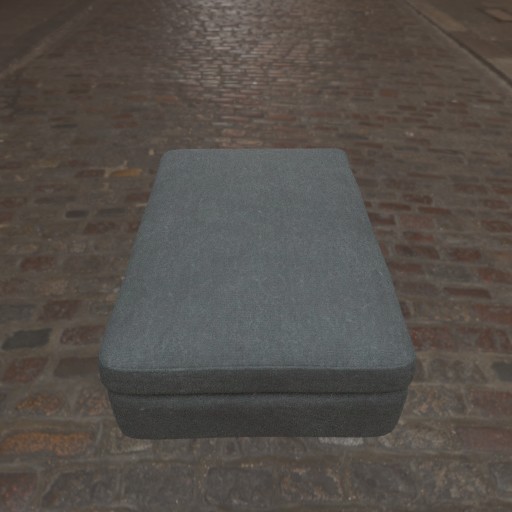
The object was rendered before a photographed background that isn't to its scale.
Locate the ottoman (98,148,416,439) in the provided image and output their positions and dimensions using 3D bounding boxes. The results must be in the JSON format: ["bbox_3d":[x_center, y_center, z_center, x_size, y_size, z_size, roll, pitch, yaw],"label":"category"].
[{"bbox_3d":[0.000,0.000,1.621,0.840,0.429,1.199,0,40,0],"label":"ottoman"}]
